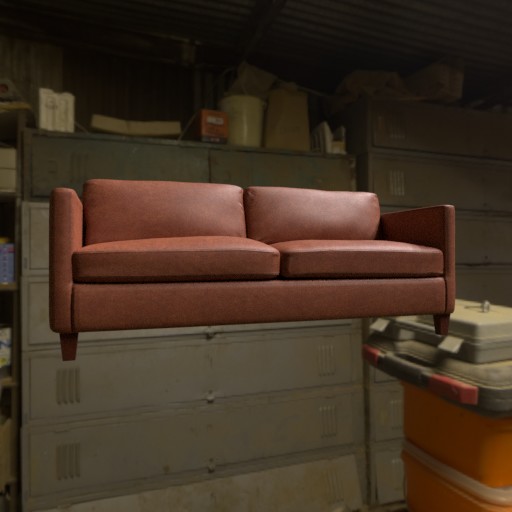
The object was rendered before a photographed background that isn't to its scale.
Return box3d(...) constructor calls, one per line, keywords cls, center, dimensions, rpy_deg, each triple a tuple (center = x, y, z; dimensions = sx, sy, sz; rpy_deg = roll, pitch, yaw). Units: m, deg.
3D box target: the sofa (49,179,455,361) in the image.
box3d(cls="sofa", center=(0.000, 0.000, 2.691), dimensions=(2.204, 0.932, 0.950), rpy_deg=(0, 0, -18))
